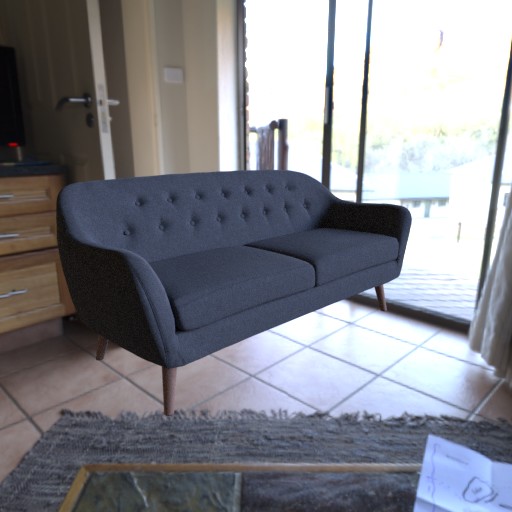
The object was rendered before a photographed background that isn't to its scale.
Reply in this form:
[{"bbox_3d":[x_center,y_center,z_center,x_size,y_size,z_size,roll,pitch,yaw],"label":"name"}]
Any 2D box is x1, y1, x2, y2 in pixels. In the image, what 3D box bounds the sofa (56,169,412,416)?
[{"bbox_3d":[0.000,0.000,2.284,1.840,0.820,0.820,-13,19,-42],"label":"sofa"}]
